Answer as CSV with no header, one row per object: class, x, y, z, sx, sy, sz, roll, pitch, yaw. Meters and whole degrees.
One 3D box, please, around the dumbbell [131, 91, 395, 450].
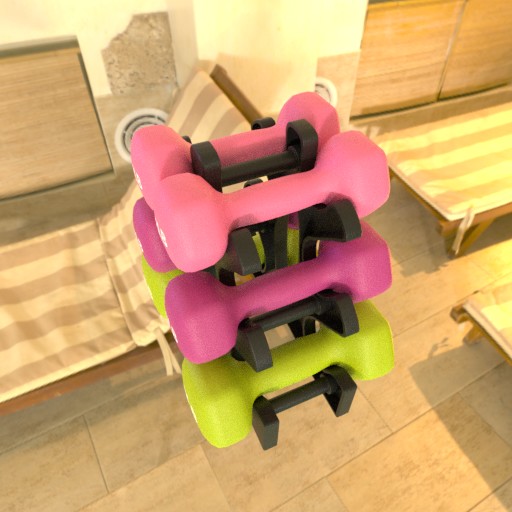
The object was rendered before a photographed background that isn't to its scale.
dumbbell,0.000,0.000,0.428,0.203,0.261,0.257,-18,49,-16
